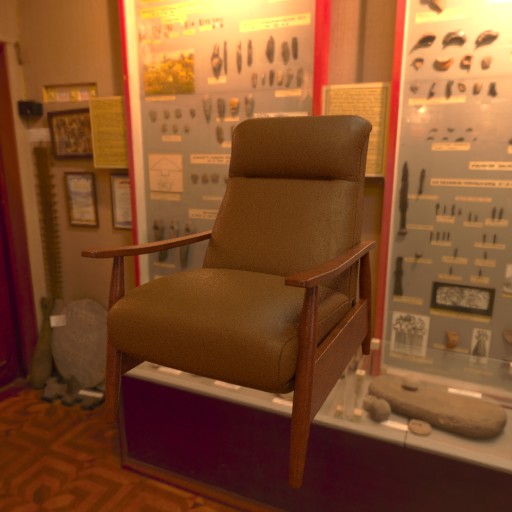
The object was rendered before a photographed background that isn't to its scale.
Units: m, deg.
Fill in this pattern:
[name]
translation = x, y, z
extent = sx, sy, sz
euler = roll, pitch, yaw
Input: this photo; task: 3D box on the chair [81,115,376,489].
[chair]
translation = 0.000, 0.000, 1.707
extent = 0.762, 1.082, 1.014
euler = 7, 15, 25
